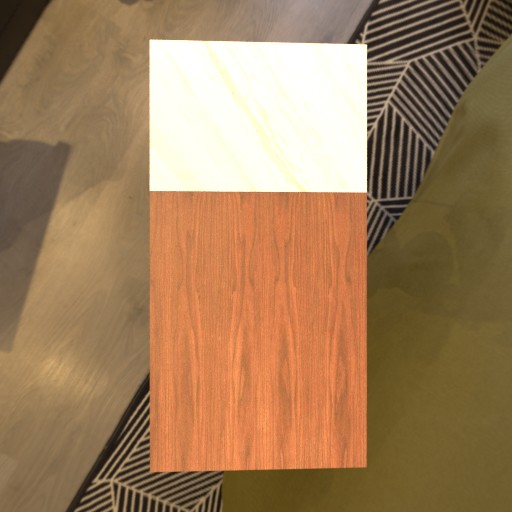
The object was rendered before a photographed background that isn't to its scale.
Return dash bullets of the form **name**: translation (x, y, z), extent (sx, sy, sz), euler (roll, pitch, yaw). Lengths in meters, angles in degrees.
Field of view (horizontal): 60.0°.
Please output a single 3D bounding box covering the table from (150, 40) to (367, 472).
- **table**: translation (0.000, 0.000, 1.886), extent (0.789, 0.551, 1.553), euler (0, 90, -3)
